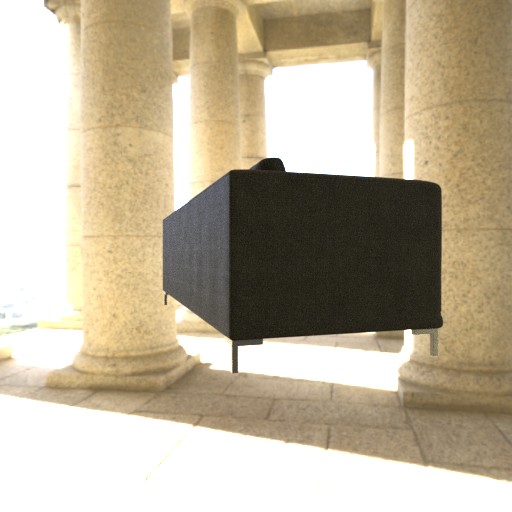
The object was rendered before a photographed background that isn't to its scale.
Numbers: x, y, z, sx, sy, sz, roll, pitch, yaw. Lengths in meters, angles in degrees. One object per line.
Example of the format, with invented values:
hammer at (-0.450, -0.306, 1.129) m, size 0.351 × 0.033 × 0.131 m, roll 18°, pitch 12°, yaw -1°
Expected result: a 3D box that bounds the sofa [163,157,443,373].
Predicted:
sofa at (0.000, 0.000, 2.924) m, size 0.969 × 0.867 × 2.415 m, roll 0°, pitch 0°, yaw -18°
